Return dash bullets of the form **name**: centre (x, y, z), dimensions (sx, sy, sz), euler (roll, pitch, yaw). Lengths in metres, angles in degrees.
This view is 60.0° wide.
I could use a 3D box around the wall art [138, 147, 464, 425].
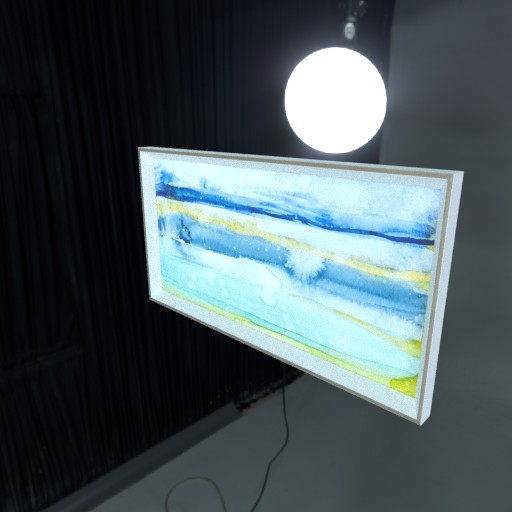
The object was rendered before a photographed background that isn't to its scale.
- **wall art**: centre (0.000, 0.000, 0.977), dimensions (0.812, 0.431, 0.038), euler (16, 23, 41)
